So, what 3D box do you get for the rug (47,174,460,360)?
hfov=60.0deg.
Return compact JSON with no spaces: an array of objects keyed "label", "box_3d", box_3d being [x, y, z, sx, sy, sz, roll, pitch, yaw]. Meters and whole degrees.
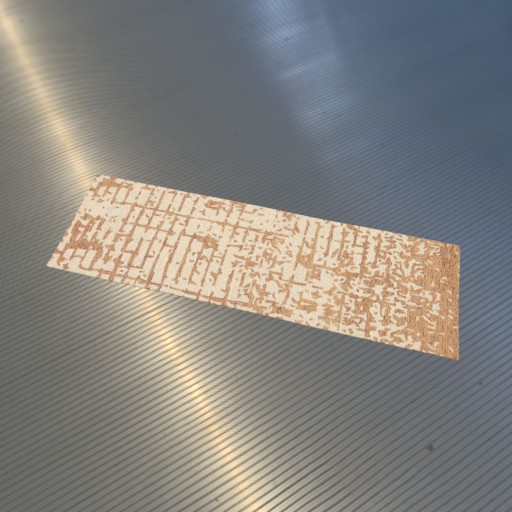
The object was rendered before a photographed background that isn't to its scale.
[{"label":"rug","box_3d":[0.000,0.000,2.724,2.435,0.011,0.750,12,60,7]}]
